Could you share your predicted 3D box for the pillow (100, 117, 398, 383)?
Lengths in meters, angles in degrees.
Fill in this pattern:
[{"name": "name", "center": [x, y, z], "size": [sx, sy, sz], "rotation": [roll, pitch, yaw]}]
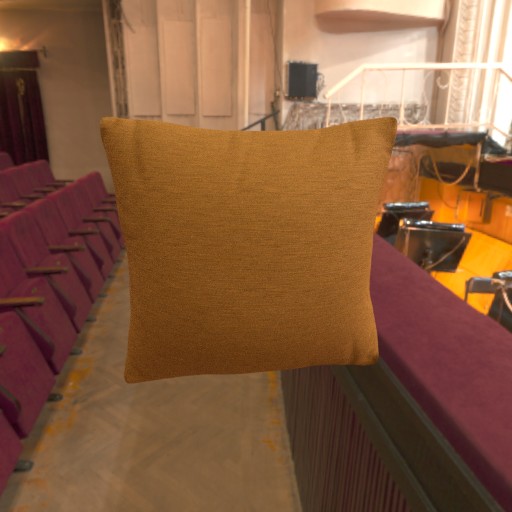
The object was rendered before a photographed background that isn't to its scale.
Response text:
[{"name": "pillow", "center": [0.000, 0.000, 0.695], "size": [0.435, 0.417, 0.247], "rotation": [-3, 17, -8]}]
